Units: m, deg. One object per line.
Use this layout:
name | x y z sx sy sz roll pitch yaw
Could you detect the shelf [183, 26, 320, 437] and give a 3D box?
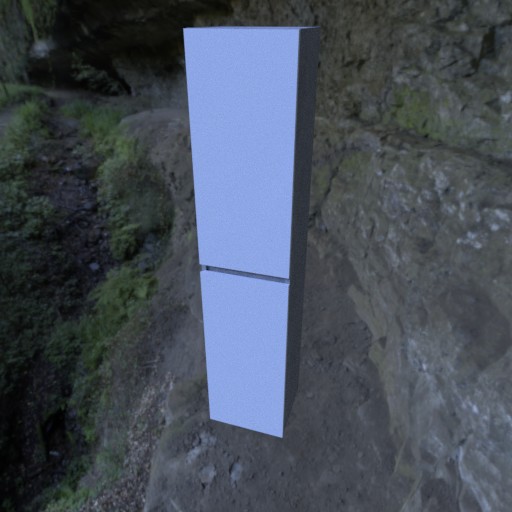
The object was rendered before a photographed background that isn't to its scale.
shelf | 0.000 0.000 1.527 0.300 1.400 0.270 9 29 16
